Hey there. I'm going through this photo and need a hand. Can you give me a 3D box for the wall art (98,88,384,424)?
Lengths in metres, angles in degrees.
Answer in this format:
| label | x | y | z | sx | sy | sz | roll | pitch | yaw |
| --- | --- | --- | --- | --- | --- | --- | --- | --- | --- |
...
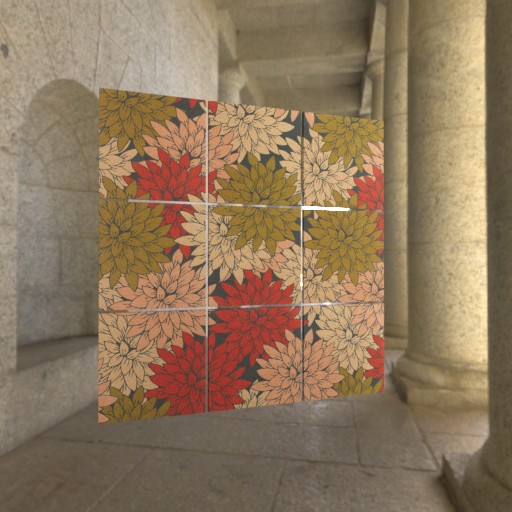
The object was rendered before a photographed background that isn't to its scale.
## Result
| label | x | y | z | sx | sy | sz | roll | pitch | yaw |
| --- | --- | --- | --- | --- | --- | --- | --- | --- | --- |
| wall art | 0.000 | 0.000 | 1.353 | 0.904 | 0.913 | 0.013 | 0 | 0 | -19 |
